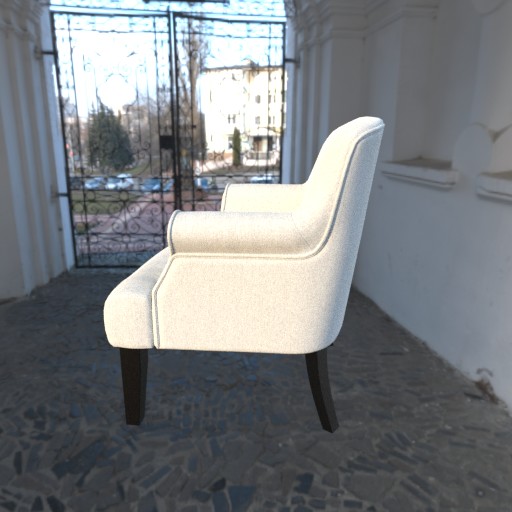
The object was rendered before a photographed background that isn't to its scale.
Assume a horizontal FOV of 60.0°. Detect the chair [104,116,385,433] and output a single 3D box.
[{"bbox_3d":[0.000,0.000,1.474,0.750,0.875,0.781,2,15,8],"label":"chair"}]
